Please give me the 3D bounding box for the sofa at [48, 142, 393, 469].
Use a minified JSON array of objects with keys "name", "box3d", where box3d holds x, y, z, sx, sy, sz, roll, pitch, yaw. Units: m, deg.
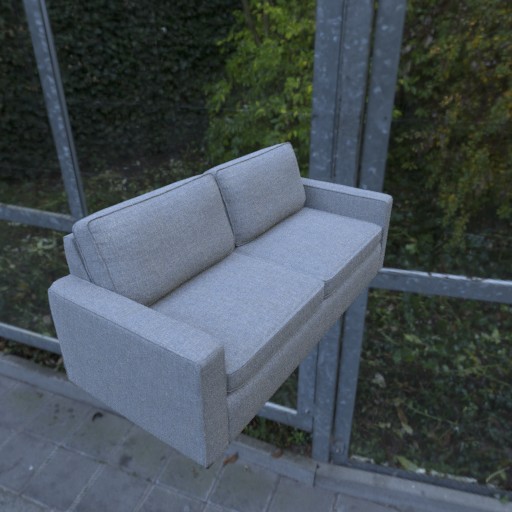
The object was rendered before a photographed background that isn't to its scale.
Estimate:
[{"name":"sofa","box3d":[0.000,0.000,2.587,0.945,0.918,2.078,17,32,30]}]
